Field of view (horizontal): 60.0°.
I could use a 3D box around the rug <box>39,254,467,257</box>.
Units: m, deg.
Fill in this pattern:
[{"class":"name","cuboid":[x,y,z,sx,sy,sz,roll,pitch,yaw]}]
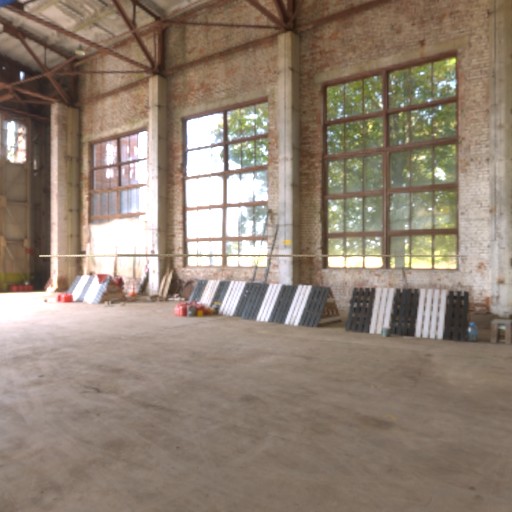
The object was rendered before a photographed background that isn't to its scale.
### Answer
[{"class":"rug","cuboid":[0.000,0.000,2.277,1.828,0.007,1.220,0,0,-35]}]
